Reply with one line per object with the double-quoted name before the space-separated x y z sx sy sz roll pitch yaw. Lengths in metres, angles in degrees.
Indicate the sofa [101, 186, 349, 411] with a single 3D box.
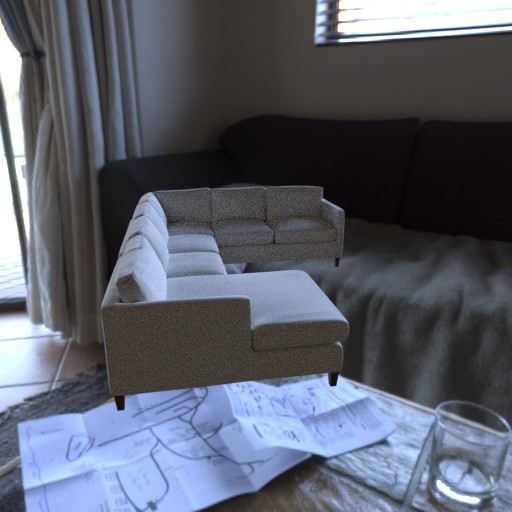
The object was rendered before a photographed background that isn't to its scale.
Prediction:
"sofa" 0.000 0.000 4.552 2.593 0.956 3.459 -3 18 -10
